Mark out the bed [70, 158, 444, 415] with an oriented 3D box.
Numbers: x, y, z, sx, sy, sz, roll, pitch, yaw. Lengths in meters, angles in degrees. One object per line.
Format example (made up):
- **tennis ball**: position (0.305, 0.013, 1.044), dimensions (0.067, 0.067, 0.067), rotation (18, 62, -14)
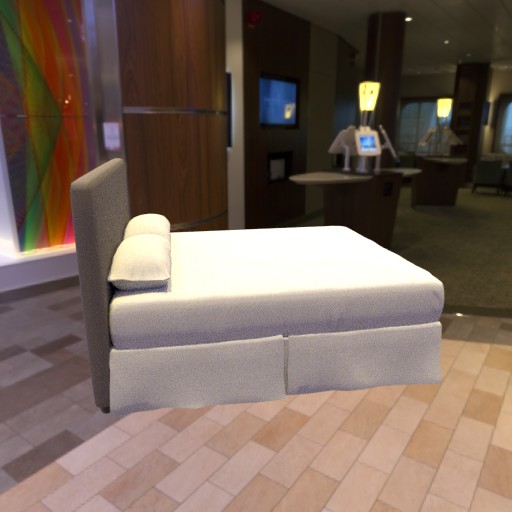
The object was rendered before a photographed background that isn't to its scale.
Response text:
- **bed**: position (0.000, 0.000, 3.240), dimensions (2.142, 1.330, 1.748), rotation (-3, 17, -10)
